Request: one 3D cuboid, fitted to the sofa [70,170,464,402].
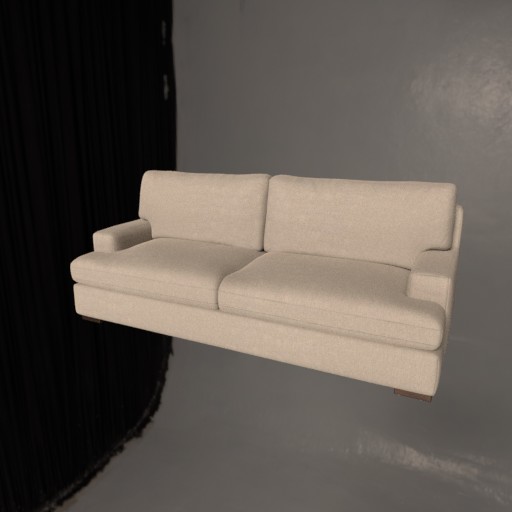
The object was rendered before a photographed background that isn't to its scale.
[{"bbox_3d":[0.000,0.000,2.836,2.354,0.980,0.962,7,17,25],"label":"sofa"}]
